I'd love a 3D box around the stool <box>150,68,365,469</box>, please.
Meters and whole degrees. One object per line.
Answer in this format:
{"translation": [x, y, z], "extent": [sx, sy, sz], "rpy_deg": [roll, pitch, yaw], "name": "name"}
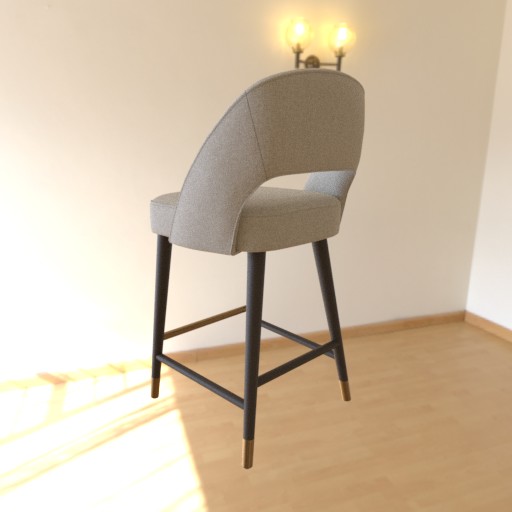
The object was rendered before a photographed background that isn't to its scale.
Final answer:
{"translation": [0.000, 0.000, 1.265], "extent": [0.494, 0.940, 0.509], "rpy_deg": [-14, 20, -42], "name": "stool"}
